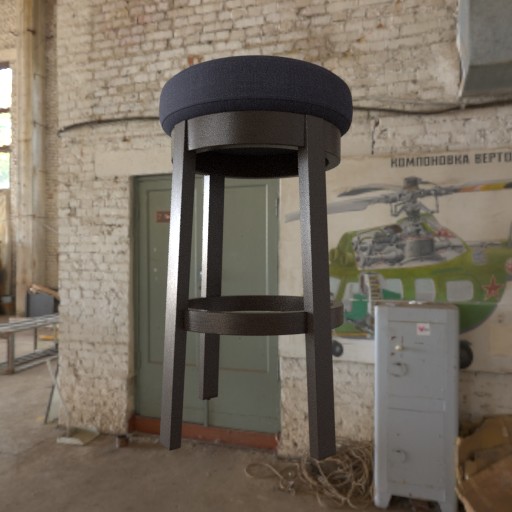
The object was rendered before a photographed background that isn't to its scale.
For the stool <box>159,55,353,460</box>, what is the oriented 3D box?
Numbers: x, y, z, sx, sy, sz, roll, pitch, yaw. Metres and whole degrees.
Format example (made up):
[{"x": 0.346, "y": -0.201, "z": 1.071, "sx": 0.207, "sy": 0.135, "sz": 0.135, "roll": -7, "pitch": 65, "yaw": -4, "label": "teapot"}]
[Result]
[{"x": 0.000, "y": 0.000, "z": 1.001, "sx": 0.446, "sy": 0.758, "sz": 0.446, "roll": 0, "pitch": 0, "yaw": 0, "label": "stool"}]
